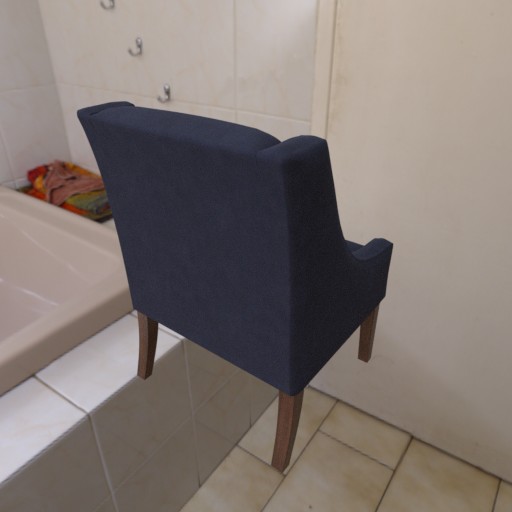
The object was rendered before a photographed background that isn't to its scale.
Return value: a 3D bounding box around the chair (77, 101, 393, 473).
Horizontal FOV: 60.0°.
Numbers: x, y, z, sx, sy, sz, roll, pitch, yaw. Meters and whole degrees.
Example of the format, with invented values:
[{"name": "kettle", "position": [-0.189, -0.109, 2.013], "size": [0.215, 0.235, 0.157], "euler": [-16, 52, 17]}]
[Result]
[{"name": "chair", "position": [0.000, 0.000, 1.319], "size": [0.629, 0.895, 0.629], "euler": [21, 36, 32]}]
